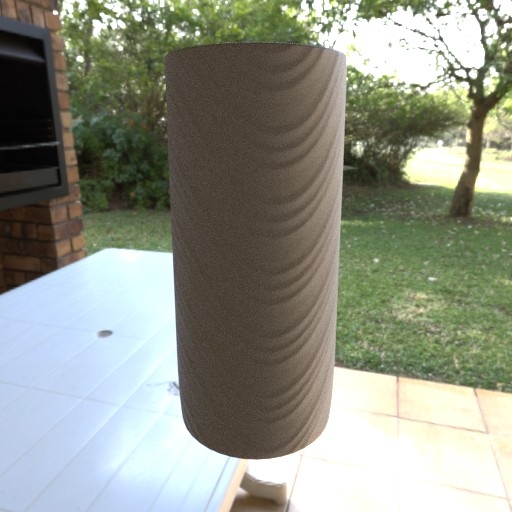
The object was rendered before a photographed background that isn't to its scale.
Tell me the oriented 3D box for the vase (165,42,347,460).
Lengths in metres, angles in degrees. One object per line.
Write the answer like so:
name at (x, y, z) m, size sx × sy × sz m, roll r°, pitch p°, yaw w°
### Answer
vase at (0.000, 0.000, 0.384) m, size 0.143 × 0.316 × 0.143 m, roll 0°, pitch 16°, yaw 0°
